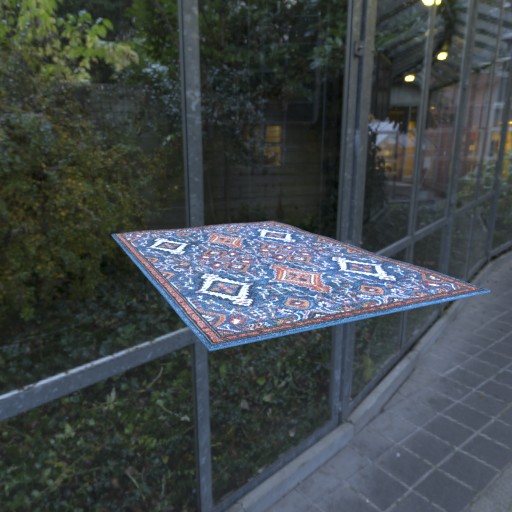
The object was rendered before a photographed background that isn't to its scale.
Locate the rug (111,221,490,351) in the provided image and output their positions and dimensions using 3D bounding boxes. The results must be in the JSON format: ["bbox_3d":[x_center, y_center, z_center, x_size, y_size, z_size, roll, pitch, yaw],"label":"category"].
[{"bbox_3d":[0.000,0.000,2.310,1.195,0.014,1.847,-7,16,-25],"label":"rug"}]
